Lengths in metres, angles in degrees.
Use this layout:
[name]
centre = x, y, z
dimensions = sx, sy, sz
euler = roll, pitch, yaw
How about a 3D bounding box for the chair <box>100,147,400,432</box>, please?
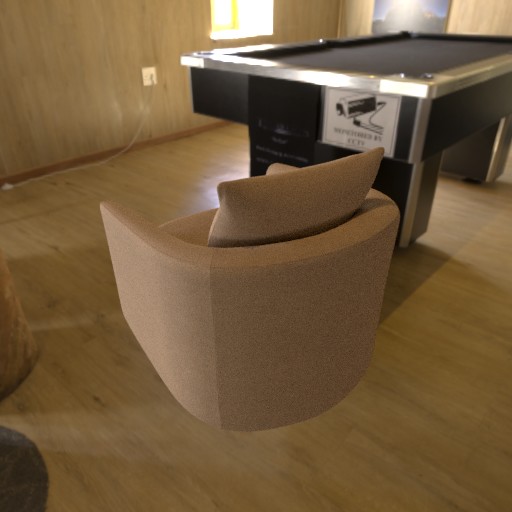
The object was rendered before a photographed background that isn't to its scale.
[chair]
centre = 0.000, 0.000, 1.606
dimensions = 0.845, 0.848, 0.910
euler = -18, 35, -28
